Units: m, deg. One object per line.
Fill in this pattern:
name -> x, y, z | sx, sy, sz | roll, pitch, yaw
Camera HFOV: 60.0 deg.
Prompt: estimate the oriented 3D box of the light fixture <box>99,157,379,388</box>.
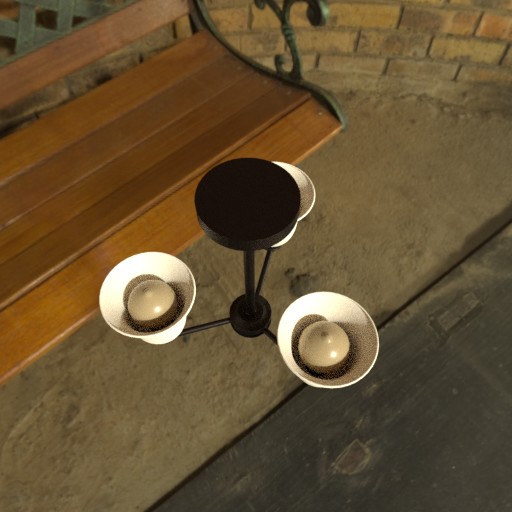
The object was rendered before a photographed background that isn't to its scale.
light fixture -> 0.000, 0.000, 0.677 | 0.388, 0.370, 0.354 | 13, 59, 8
